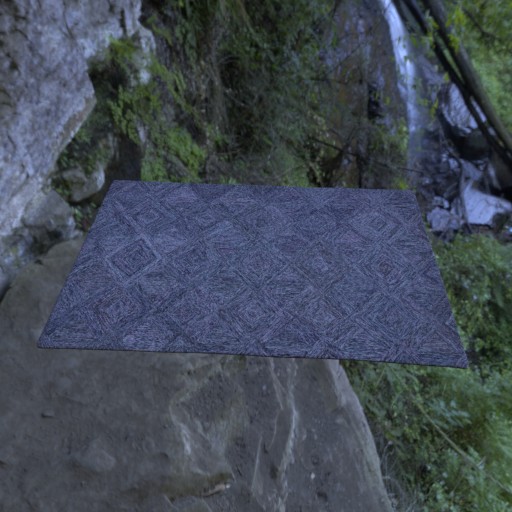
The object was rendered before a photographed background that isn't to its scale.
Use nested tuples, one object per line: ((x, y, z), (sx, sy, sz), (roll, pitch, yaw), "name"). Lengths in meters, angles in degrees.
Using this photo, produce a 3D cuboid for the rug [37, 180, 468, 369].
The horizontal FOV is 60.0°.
((0.000, 0.000, 2.181), (1.752, 0.013, 1.158), (2, 46, 2), "rug")
